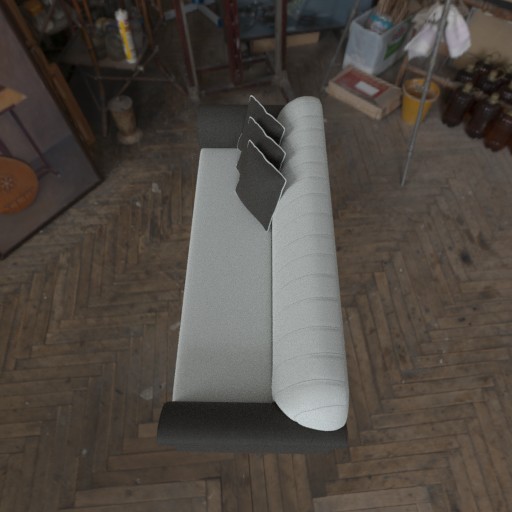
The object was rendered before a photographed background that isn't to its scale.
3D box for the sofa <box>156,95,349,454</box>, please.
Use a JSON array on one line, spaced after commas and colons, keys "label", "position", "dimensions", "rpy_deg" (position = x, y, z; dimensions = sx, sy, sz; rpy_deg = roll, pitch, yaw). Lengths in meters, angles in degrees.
[{"label": "sofa", "position": [0.000, 0.000, 2.430], "dimensions": [0.755, 0.787, 2.001], "rpy_deg": [1, 58, 0]}]
